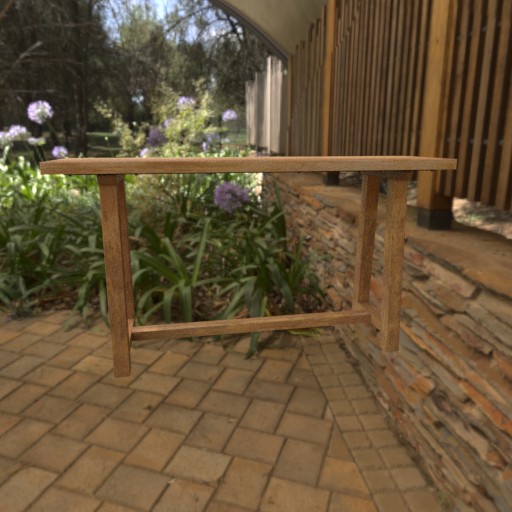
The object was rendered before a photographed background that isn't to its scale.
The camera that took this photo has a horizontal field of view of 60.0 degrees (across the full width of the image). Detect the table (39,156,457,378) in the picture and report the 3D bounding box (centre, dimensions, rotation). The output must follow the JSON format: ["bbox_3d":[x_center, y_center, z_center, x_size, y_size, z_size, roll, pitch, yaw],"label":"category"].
[{"bbox_3d":[0.000,0.000,1.886,1.524,0.810,0.405,-3,15,-11],"label":"table"}]
